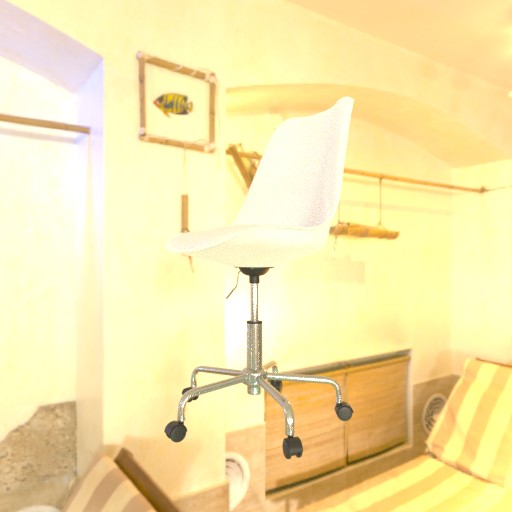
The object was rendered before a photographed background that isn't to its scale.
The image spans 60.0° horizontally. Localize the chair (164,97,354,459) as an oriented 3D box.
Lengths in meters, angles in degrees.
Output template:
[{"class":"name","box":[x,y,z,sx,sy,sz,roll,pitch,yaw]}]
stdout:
[{"class":"chair","box":[0.000,0.000,1.265,0.550,0.930,0.550,0,0,-36]}]
